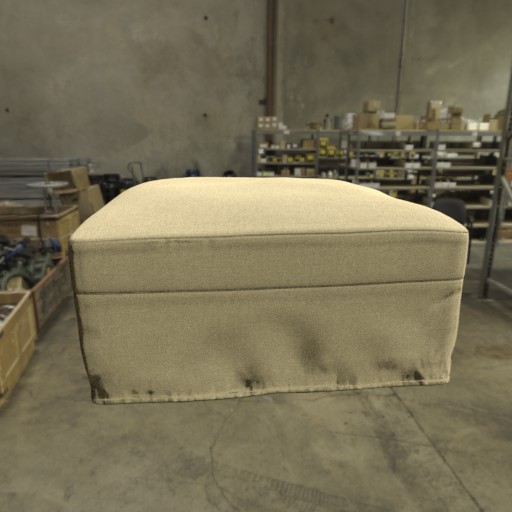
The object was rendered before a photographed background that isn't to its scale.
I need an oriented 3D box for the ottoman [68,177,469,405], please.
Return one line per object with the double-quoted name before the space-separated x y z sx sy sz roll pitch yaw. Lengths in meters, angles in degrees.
"ottoman" 0.000 0.000 1.312 0.840 0.436 0.843 -2 16 -6
